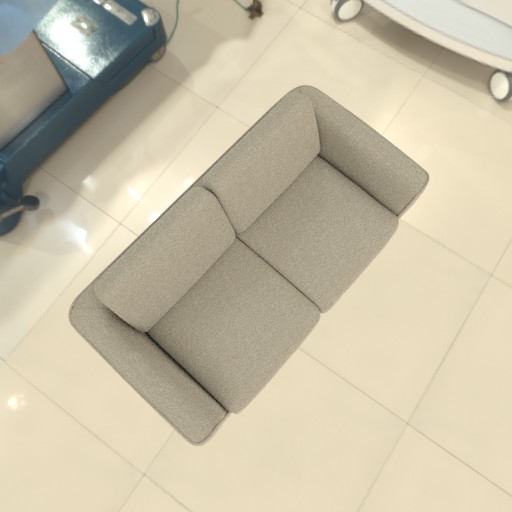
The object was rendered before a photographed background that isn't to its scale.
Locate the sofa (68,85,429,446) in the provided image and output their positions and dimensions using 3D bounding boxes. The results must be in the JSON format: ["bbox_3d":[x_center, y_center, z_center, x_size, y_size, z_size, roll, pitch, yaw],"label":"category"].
[{"bbox_3d":[0.000,0.000,2.259,0.920,0.850,1.700,41,78,11],"label":"sofa"}]
